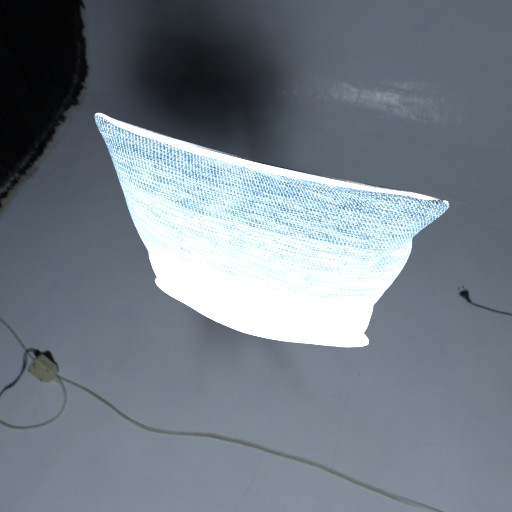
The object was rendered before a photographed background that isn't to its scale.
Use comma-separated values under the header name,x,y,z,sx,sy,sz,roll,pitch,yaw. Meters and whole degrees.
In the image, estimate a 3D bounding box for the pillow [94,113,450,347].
name,x,y,z,sx,sy,sz,roll,pitch,yaw
pillow,0.000,0.000,0.689,0.440,0.441,0.182,16,59,10
